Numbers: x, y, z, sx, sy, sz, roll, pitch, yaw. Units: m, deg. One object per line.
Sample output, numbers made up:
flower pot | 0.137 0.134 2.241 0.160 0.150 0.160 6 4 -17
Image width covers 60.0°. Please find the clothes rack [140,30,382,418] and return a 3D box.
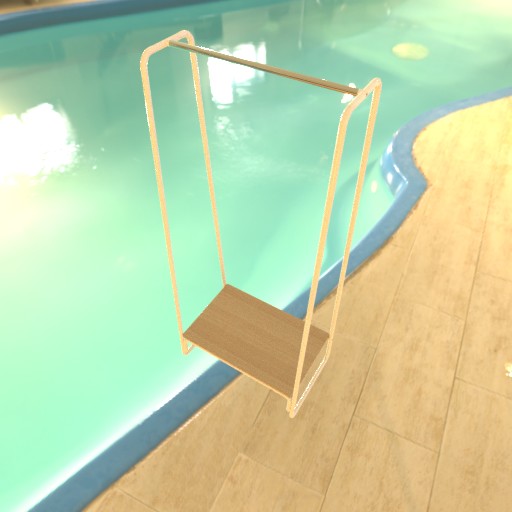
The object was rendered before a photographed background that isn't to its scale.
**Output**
clothes rack | 0.000 0.000 1.729 0.640 1.500 0.400 24 51 22
